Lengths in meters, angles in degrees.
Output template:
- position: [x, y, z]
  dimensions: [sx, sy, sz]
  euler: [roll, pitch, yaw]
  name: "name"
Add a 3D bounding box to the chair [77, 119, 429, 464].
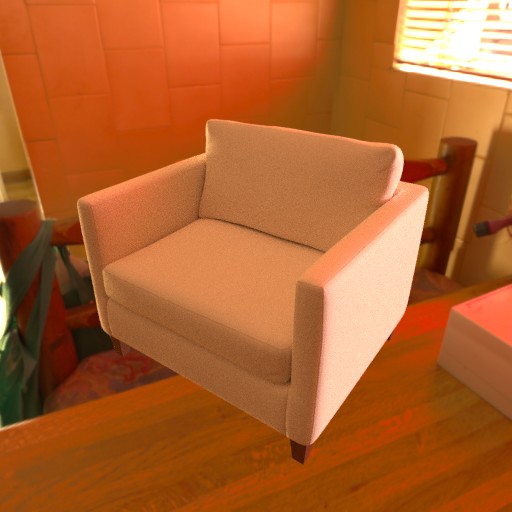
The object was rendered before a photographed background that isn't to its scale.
- position: [0.000, 0.000, 1.724]
  dimensions: [1.019, 0.885, 0.878]
  euler: [19, 35, 30]
  name: "chair"
